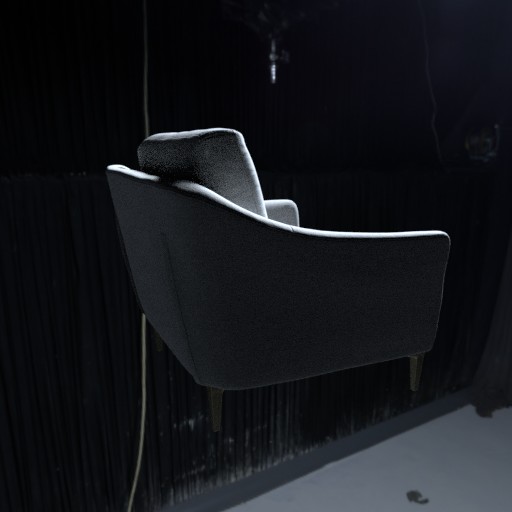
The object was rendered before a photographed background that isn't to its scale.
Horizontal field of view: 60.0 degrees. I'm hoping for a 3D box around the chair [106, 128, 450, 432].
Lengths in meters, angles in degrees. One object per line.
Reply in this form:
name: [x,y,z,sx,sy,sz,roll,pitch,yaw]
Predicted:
chair: [0.000,0.000,1.677,0.961,0.902,0.986,-7,15,-27]
